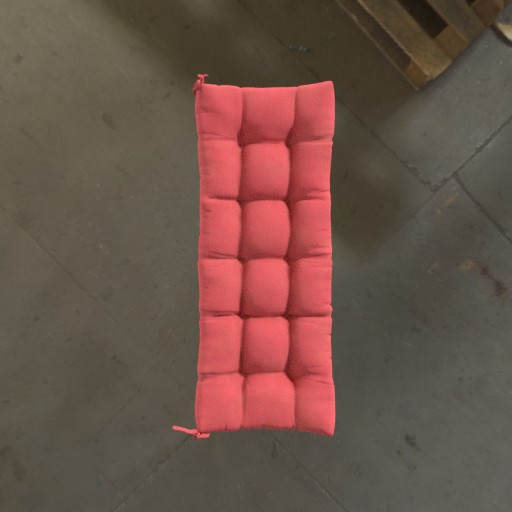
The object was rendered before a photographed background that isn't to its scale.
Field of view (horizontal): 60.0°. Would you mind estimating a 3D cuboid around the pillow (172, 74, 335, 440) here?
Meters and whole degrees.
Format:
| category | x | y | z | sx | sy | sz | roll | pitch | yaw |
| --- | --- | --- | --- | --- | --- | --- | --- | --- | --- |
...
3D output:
| category | x | y | z | sx | sy | sz | roll | pitch | yaw |
| --- | --- | --- | --- | --- | --- | --- | --- | --- | --- |
| pillow | 0.000 | 0.000 | 1.424 | 0.511 | 0.174 | 1.194 | 0 | 89 | 0 |
